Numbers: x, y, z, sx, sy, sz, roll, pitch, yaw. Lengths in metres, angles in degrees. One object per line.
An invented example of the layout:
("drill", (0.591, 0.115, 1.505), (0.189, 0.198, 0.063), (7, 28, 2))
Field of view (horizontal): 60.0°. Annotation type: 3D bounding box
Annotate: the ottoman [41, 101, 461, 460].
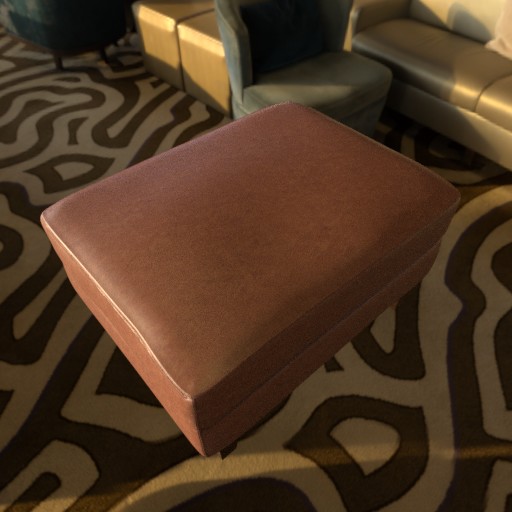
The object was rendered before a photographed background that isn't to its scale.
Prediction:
("ottoman", (0.000, 0.000, 1.208), (0.851, 0.485, 0.650), (-32, 55, -27))
